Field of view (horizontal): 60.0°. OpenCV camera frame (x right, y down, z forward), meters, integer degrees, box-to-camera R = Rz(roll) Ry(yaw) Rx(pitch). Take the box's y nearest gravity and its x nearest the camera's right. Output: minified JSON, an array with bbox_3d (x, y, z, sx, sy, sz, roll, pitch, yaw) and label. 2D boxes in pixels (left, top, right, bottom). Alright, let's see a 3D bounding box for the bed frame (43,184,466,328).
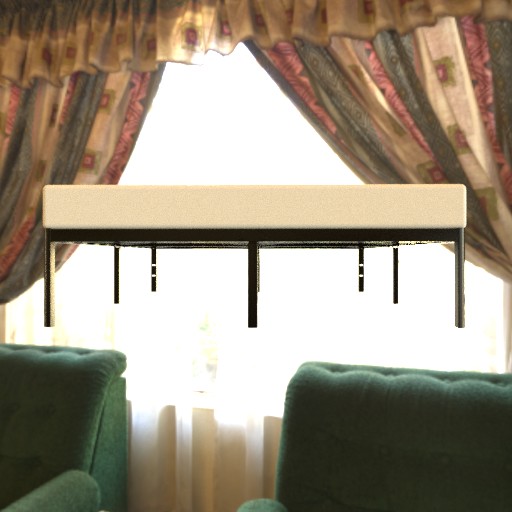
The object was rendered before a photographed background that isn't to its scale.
[{"bbox_3d":[0.000,0.000,3.051,1.963,0.659,2.079,0,0,1],"label":"bed frame"}]
